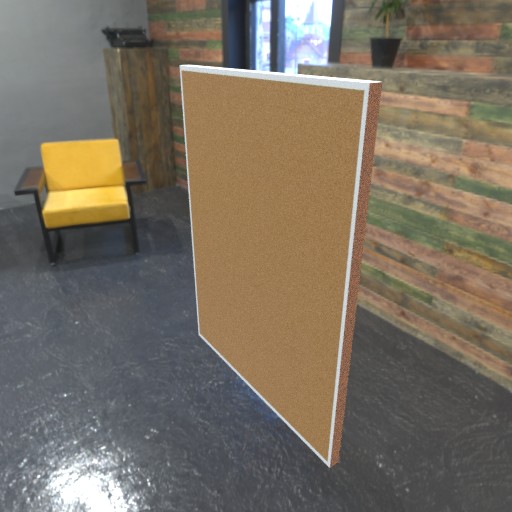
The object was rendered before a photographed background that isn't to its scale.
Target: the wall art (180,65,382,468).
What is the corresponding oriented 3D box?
[{"bbox_3d":[0.000,0.000,1.363,0.039,1.050,0.795,-17,31,-31],"label":"wall art"}]
